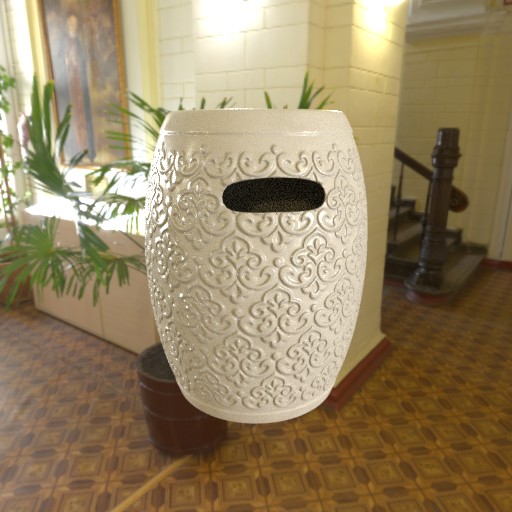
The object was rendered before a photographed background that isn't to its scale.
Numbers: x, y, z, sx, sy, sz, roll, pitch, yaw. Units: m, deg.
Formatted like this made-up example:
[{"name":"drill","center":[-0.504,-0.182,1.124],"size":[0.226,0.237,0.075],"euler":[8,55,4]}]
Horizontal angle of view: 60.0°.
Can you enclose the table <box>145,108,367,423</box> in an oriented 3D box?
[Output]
[{"name":"table","center":[0.000,0.000,0.640],"size":[0.309,0.397,0.309],"euler":[0,16,0]}]
